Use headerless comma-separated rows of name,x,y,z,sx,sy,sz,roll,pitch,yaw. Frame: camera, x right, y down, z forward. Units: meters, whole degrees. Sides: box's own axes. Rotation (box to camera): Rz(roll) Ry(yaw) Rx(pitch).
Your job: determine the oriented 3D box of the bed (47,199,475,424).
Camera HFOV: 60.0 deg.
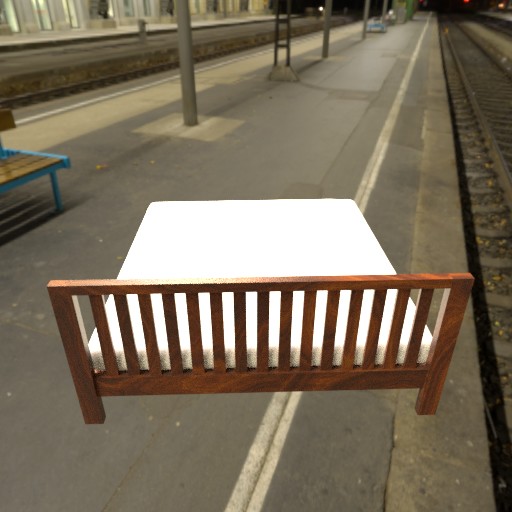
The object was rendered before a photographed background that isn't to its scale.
bed,0.000,0.000,3.072,1.905,0.890,2.030,-1,30,-2
